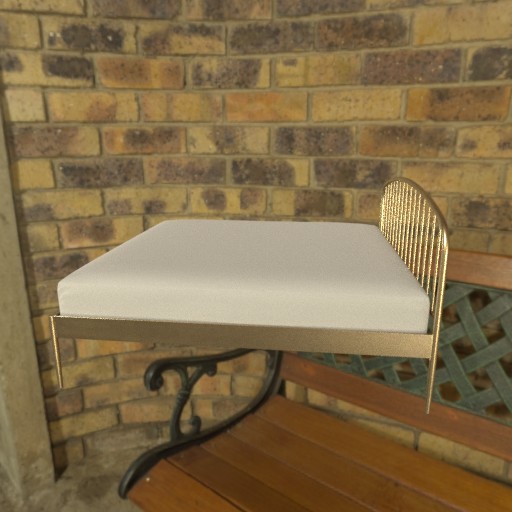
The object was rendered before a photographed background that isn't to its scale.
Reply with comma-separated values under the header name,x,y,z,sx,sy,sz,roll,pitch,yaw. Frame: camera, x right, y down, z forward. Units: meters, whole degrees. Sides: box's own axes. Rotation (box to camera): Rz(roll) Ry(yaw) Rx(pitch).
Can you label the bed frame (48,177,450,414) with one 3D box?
name,x,y,z,sx,sy,sz,roll,pitch,yaw
bed frame,0.000,0.000,3.334,2.152,1.174,2.016,2,15,7
